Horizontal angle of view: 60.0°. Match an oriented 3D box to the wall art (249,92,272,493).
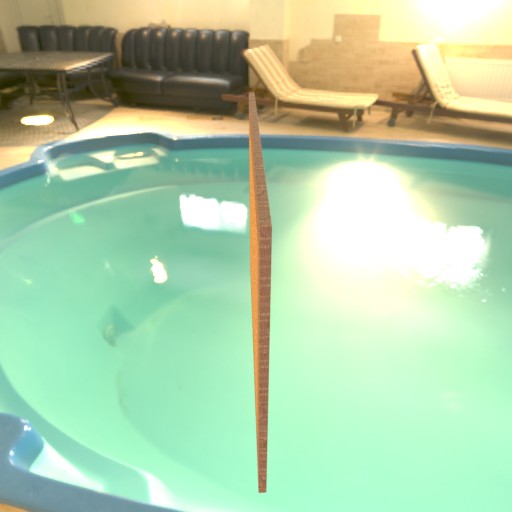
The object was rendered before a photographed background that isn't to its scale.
[{"bbox_3d":[0.000,0.000,1.372,0.020,0.761,1.056,-1,31,-2],"label":"wall art"}]
